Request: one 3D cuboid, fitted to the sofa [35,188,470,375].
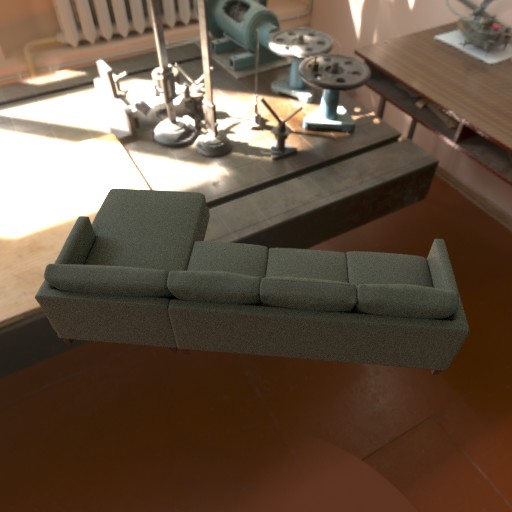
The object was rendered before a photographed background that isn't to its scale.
[{"bbox_3d":[0.000,0.000,3.920,3.186,0.861,1.625,4,47,4],"label":"sofa"}]
